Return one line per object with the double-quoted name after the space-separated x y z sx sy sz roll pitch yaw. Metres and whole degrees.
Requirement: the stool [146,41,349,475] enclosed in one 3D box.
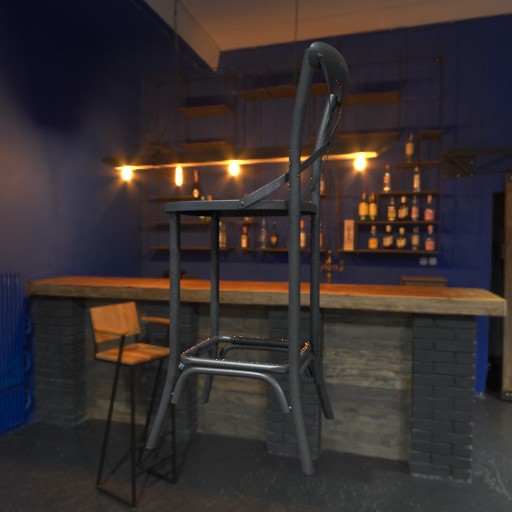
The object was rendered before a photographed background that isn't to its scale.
0.000 0.000 1.446 0.584 1.168 0.457 1 2 18 "stool"
